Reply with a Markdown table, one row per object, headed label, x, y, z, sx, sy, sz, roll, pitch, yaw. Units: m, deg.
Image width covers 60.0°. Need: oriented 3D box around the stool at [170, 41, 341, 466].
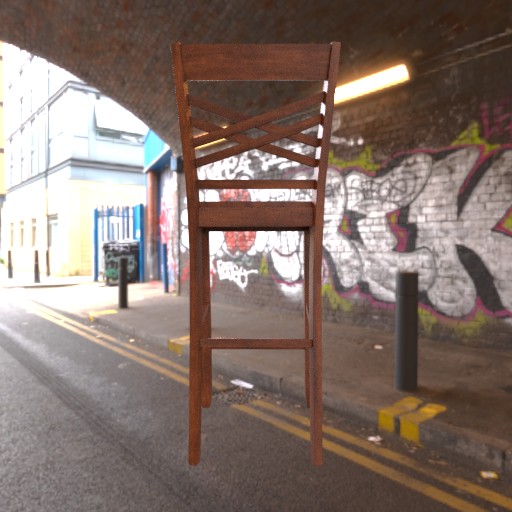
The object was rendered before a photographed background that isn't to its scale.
| label | x | y | z | sx | sy | sz | roll | pitch | yaw |
| --- | --- | --- | --- | --- | --- | --- | --- | --- | --- |
| stool | 0.000 | 0.000 | 1.370 | 0.433 | 1.105 | 0.487 | 0 | 1 | 0 |
